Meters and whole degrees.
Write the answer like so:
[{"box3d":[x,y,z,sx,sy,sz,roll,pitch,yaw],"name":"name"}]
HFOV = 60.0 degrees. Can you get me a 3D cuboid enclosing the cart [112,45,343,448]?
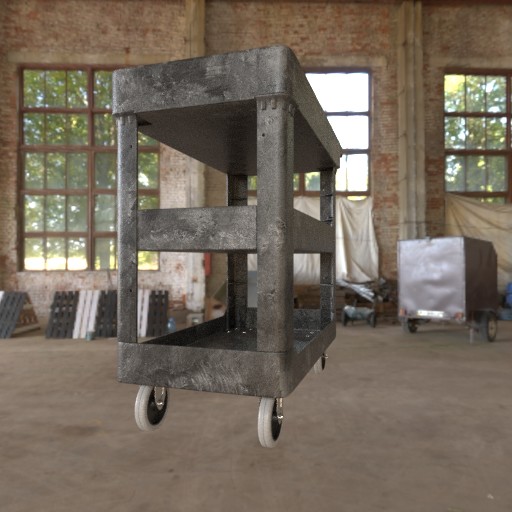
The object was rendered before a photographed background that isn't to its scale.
[{"box3d":[0.000,0.000,1.338,0.420,0.824,0.877,0,0,18],"name":"cart"}]
